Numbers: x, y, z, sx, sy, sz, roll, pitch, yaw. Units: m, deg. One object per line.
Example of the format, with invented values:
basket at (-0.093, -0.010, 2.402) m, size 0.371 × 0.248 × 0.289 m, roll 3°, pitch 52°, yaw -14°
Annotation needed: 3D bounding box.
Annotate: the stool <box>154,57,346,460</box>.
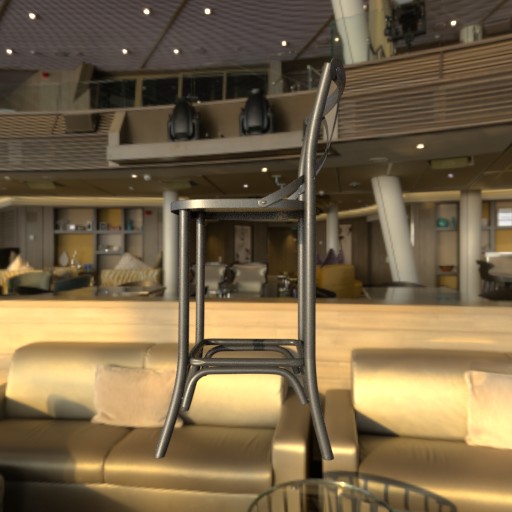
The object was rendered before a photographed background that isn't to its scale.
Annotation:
stool at (0.000, 0.000, 1.481) m, size 0.584 × 1.168 × 0.457 m, roll 0°, pitch 0°, yaw 2°
